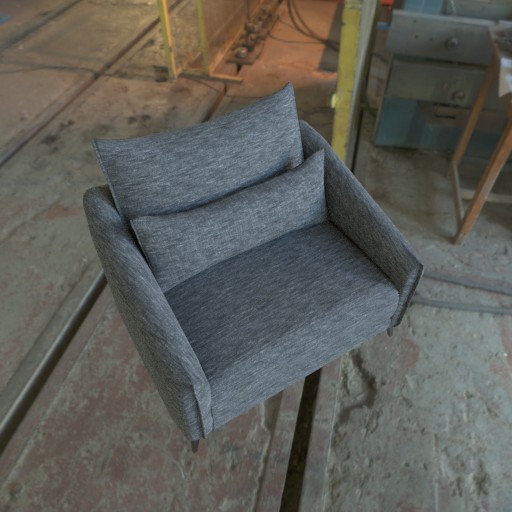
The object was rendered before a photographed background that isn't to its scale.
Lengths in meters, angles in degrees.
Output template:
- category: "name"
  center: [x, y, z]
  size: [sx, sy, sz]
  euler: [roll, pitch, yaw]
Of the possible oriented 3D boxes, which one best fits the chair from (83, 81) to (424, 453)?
- category: "chair"
  center: [0.000, 0.000, 1.624]
  size: [1.004, 0.842, 0.805]
  euler: [-24, 51, -21]
